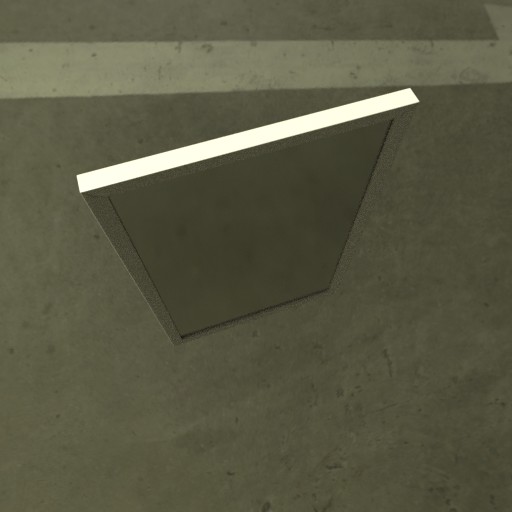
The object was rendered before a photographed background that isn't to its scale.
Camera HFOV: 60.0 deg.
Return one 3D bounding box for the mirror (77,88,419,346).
[{"bbox_3d":[0.000,0.000,1.170,0.609,0.914,0.041,-17,64,-8],"label":"mirror"}]
